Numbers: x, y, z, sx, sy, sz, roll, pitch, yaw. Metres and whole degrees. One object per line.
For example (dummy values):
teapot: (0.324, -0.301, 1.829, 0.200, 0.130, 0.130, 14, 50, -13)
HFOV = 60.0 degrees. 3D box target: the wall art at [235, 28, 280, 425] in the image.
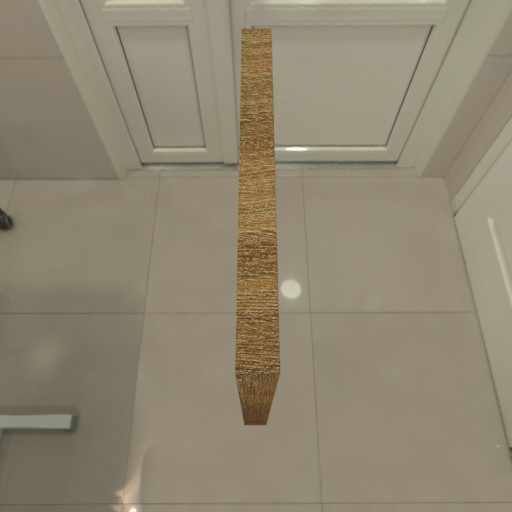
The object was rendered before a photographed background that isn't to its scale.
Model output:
wall art: (0.000, 0.000, 0.618, 0.039, 0.403, 0.406, 0, 64, 0)
